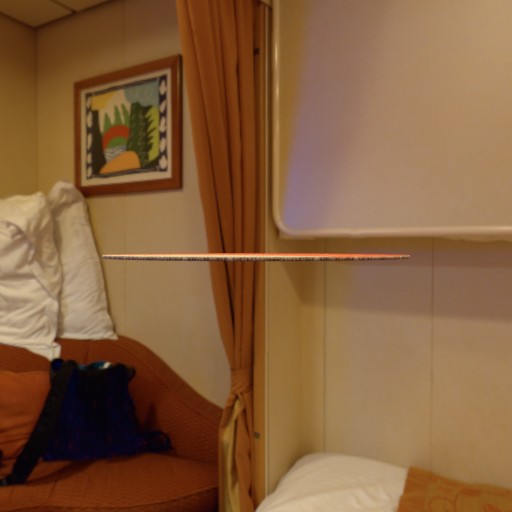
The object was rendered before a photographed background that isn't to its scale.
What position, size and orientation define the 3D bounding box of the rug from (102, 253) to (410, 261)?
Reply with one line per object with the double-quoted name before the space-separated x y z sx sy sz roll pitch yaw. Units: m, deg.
"rug" 0.000 0.000 2.305 1.514 0.015 1.514 0 1 0
